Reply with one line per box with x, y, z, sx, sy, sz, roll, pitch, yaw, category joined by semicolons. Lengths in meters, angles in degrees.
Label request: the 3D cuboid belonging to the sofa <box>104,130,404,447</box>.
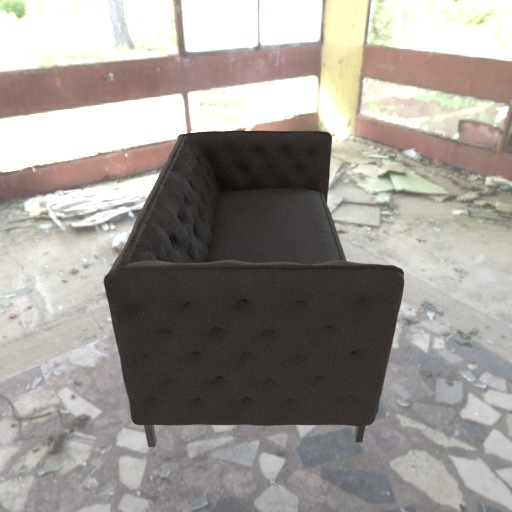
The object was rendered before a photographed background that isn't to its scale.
0.000;0.000;2.118;0.909;0.810;1.583;0;31;0;sofa
